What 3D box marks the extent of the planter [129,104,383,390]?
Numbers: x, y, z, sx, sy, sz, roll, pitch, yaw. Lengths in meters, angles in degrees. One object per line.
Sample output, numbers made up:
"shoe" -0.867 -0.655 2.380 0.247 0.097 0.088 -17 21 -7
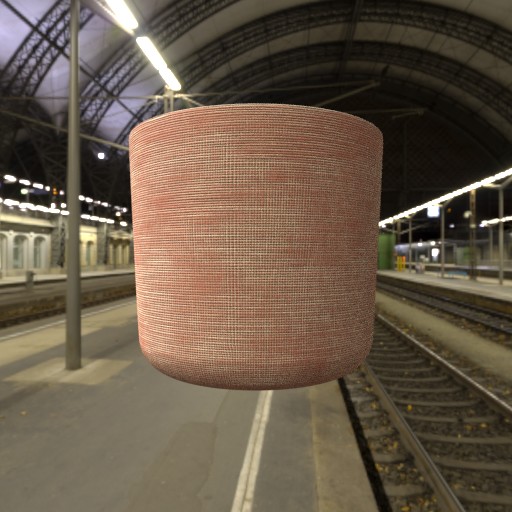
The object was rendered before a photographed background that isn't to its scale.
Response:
"planter" 0.000 0.000 0.798 0.440 0.398 0.440 0 0 0
